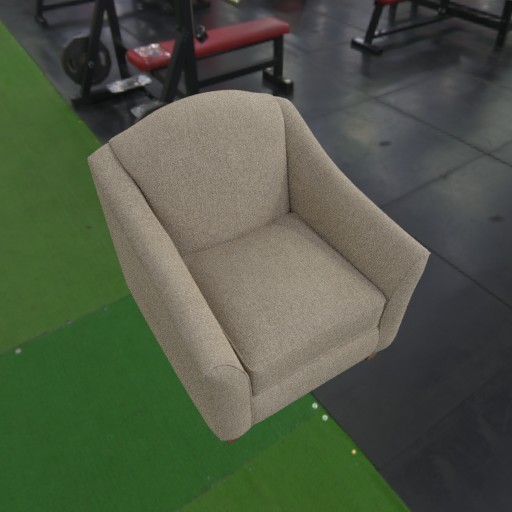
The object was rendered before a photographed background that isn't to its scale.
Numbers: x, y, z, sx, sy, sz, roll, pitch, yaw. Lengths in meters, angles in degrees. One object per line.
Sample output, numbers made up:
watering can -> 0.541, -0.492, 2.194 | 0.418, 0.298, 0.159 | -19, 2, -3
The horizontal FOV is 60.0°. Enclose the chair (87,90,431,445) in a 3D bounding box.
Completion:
chair -> 0.000, 0.000, 1.478 | 0.763, 0.839, 0.787 | -24, 50, -22
